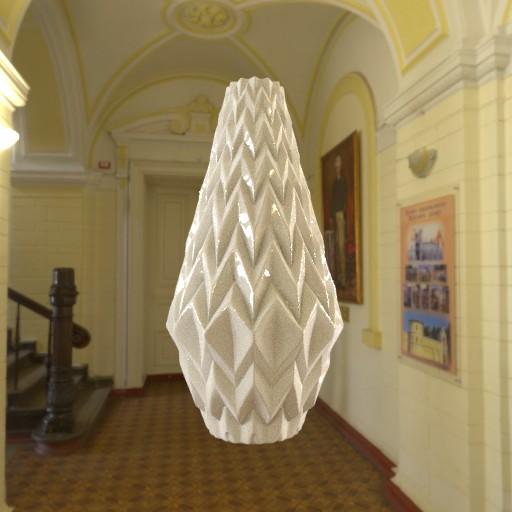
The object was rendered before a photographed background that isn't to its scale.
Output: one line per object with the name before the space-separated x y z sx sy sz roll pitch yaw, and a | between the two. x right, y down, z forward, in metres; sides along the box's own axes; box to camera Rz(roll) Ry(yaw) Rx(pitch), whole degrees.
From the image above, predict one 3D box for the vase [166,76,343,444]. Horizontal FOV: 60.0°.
vase | 0.000 0.000 0.428 0.167 0.328 0.167 0 -1 0
